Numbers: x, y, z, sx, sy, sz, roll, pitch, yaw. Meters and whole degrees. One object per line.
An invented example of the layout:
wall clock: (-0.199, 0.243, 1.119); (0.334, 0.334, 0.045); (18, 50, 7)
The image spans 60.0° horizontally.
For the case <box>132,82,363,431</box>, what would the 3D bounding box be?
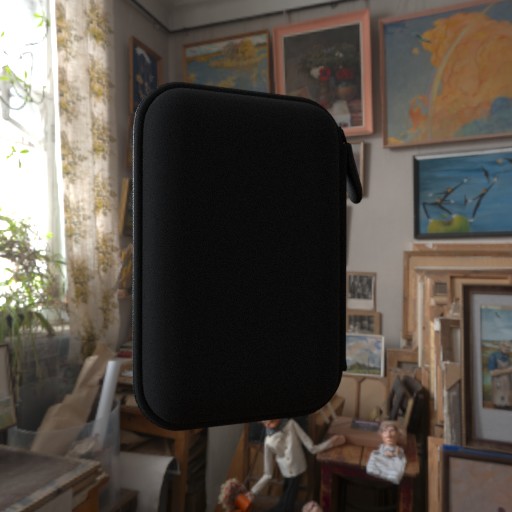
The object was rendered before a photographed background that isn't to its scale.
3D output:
case: (0.000, 0.000, 0.199); (0.107, 0.147, 0.030); (0, -1, -18)
